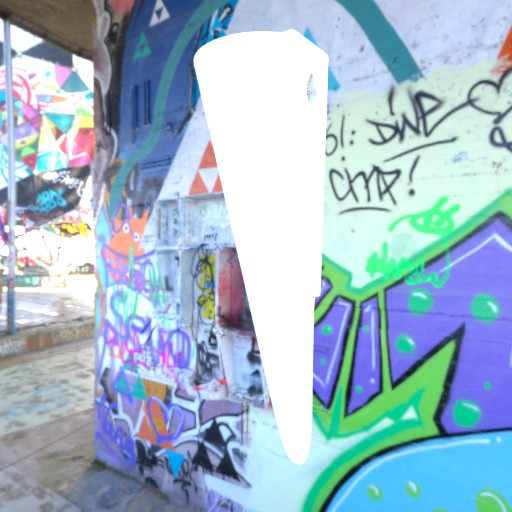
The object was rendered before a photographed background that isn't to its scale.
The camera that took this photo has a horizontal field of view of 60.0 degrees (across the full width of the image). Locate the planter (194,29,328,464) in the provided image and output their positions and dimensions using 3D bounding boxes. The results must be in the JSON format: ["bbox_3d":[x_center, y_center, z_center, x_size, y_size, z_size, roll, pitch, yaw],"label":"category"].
[{"bbox_3d":[0.000,0.000,0.220,0.064,0.193,0.057,1,1,37],"label":"planter"}]
